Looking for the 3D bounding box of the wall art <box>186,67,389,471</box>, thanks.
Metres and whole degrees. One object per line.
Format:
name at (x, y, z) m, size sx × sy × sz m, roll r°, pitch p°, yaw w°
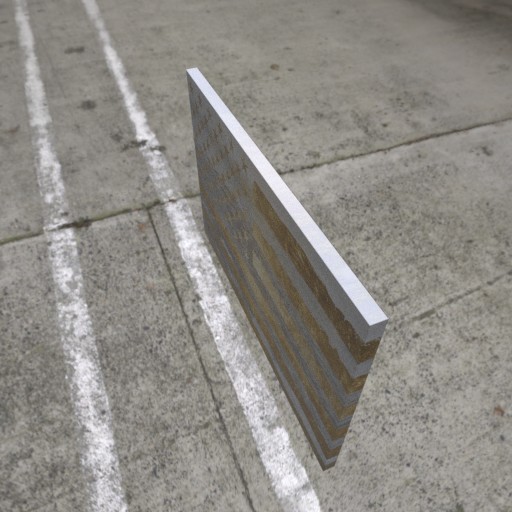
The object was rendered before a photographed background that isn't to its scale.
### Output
wall art at (0.000, 0.000, 1.433) m, size 0.041 × 0.762 × 1.145 m, roll -17°, pitch 49°, yaw -15°
